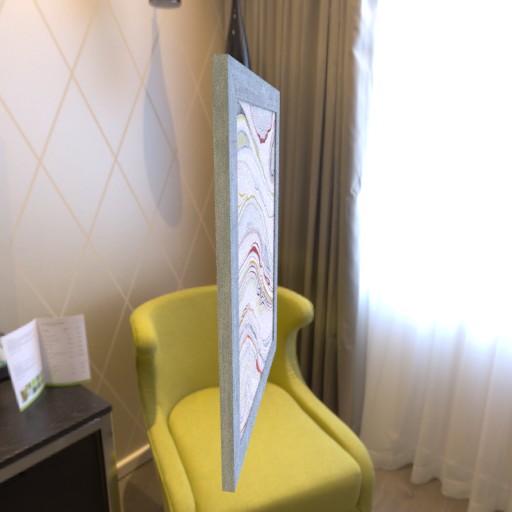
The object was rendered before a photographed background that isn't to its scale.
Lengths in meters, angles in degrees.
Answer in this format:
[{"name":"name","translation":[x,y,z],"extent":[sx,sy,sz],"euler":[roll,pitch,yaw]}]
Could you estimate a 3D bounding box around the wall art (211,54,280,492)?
[{"name":"wall art","translation":[0.000,0.000,0.821],"extent":[0.020,0.613,0.481],"euler":[3,16,10]}]
